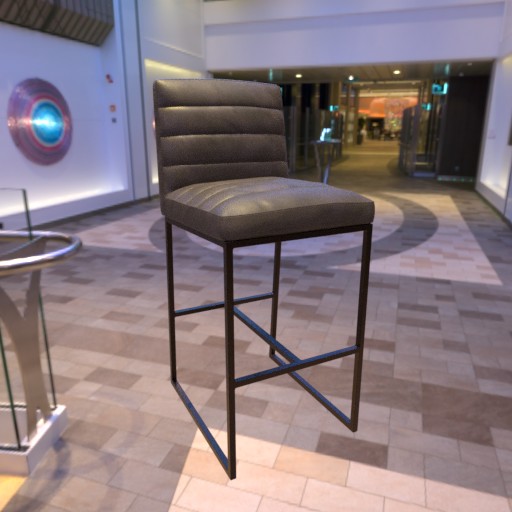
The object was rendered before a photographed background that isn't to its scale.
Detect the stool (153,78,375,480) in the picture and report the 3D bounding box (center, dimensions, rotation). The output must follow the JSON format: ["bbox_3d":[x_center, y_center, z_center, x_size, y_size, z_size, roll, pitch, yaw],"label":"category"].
[{"bbox_3d":[0.000,0.000,1.374,0.463,1.065,0.562,-8,18,-26],"label":"stool"}]
